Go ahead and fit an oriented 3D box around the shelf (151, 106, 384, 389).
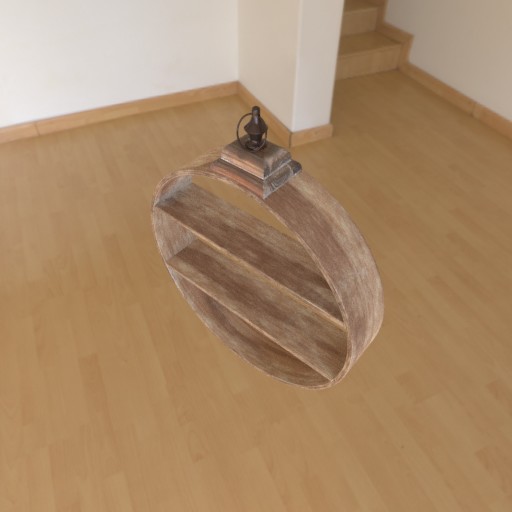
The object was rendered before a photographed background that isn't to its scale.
[{"bbox_3d":[0.000,0.000,1.011,0.601,0.725,0.125,31,53,27],"label":"shelf"}]
